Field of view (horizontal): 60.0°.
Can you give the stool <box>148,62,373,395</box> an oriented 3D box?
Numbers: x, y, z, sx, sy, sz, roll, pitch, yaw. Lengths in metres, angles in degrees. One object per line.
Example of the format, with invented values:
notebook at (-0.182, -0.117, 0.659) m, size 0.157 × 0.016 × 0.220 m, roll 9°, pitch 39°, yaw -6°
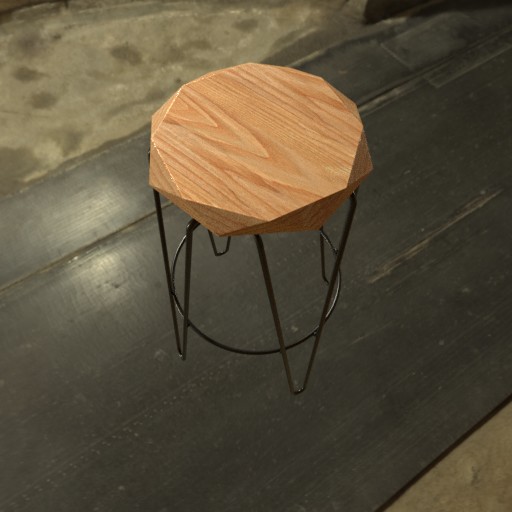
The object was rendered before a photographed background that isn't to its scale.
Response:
stool at (0.000, 0.000, 0.794) m, size 0.326 × 0.610 × 0.326 m, roll 16°, pitch 62°, yaw 8°
